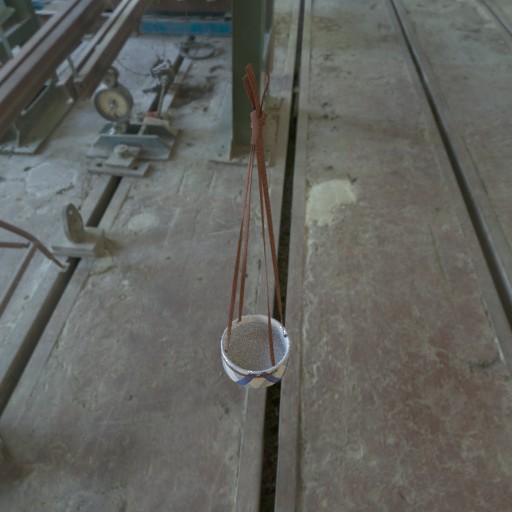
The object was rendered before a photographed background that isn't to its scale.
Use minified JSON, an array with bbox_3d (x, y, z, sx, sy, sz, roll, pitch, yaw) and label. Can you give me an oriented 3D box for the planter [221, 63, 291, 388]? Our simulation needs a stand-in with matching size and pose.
[{"bbox_3d":[0.000,0.000,0.822,0.166,0.751,0.166,-31,53,-27],"label":"planter"}]
